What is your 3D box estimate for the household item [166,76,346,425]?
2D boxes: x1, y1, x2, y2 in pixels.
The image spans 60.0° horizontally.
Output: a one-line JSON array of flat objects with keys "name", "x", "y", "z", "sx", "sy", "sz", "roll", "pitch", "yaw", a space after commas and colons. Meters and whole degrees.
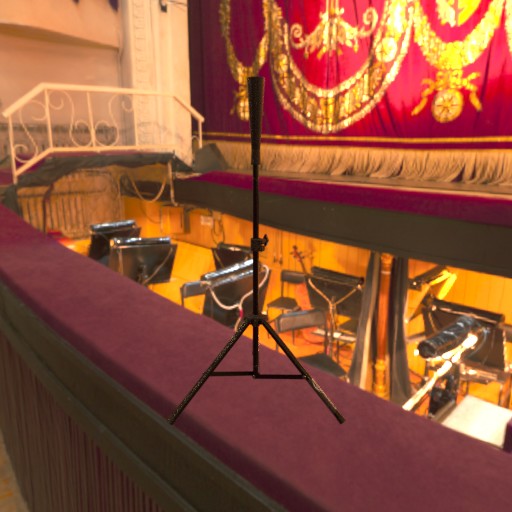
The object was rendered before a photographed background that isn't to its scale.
[{"name": "household item", "x": 0.000, "y": 0.000, "z": 1.396, "sx": 0.559, "sy": 1.067, "sz": 0.559, "roll": 13, "pitch": 19, "yaw": 43}]
